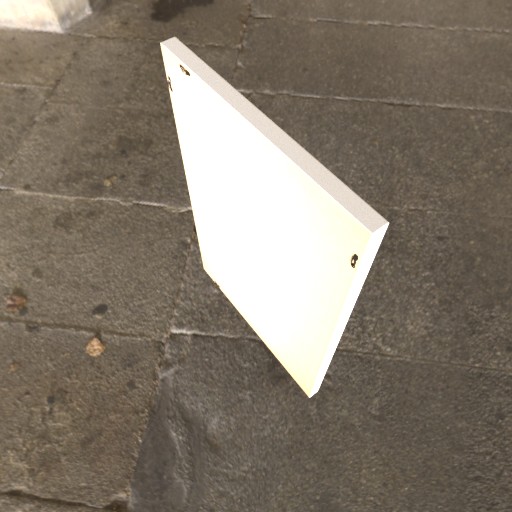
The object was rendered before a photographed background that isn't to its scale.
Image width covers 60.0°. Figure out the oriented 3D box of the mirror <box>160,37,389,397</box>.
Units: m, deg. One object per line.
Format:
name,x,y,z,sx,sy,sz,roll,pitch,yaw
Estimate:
mirror,0.000,0.000,1.178,0.041,0.915,0.609,-33,63,-19
